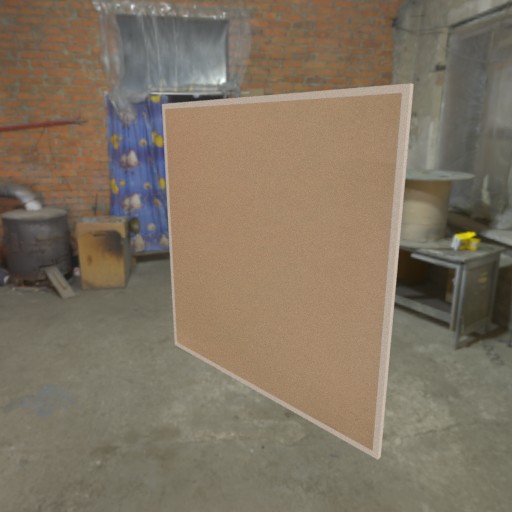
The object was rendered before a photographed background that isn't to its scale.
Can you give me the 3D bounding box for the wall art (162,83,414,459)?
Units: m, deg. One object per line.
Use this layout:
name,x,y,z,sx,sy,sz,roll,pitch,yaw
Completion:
wall art,0.000,0.000,1.192,0.012,0.809,0.809,-15,21,-43
